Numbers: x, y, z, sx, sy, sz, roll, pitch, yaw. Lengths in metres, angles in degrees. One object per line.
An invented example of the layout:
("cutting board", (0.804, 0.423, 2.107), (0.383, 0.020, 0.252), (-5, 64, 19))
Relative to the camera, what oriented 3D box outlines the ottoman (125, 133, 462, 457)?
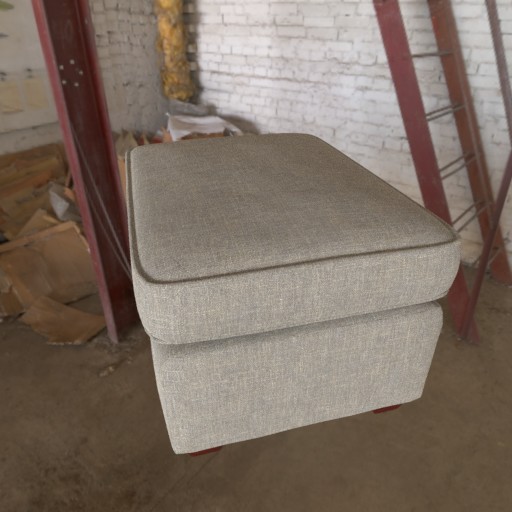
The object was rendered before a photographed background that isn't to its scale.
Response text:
("ottoman", (0.000, 0.000, 1.070), (0.559, 0.457, 0.762), (-8, 31, -13))
